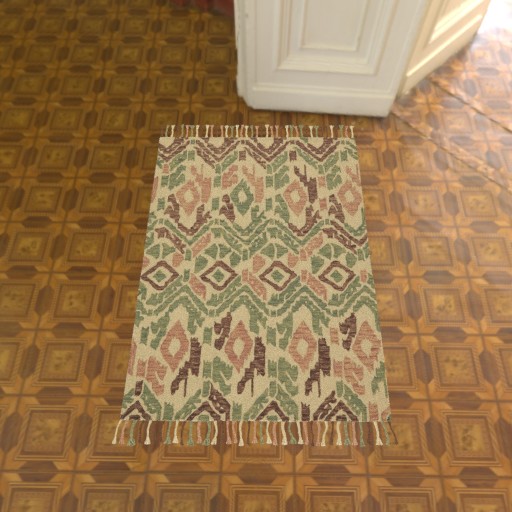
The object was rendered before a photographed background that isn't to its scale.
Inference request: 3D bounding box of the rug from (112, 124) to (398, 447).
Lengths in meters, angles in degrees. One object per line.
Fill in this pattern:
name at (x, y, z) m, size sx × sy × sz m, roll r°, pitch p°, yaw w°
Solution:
rug at (0.000, 0.000, 2.308) m, size 1.219 × 0.010 × 1.829 m, roll 0°, pitch 62°, yaw 0°
